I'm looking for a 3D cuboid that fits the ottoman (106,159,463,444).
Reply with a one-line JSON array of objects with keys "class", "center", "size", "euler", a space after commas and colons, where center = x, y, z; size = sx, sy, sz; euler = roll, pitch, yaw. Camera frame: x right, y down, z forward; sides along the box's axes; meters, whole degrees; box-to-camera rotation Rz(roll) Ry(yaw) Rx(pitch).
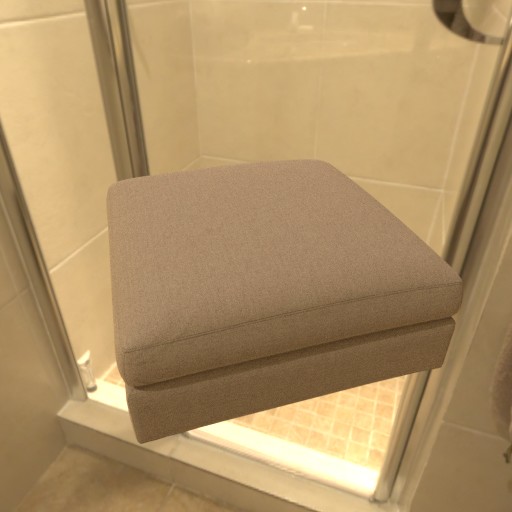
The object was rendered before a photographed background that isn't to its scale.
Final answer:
[{"class": "ottoman", "center": [0.000, 0.000, 1.666], "size": [1.041, 0.470, 1.041], "euler": [-9, 34, -14]}]
